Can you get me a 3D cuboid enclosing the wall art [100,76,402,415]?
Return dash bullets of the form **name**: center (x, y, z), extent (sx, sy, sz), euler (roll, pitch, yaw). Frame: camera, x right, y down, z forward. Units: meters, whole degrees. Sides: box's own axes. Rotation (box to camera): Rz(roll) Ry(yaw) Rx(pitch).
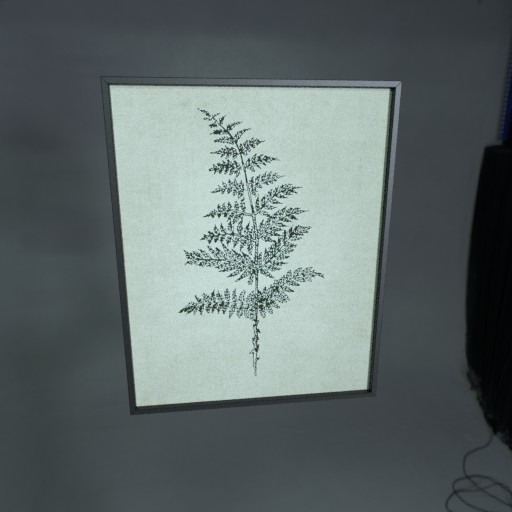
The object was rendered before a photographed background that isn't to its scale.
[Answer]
- **wall art**: center (0.000, 0.000, 0.748), extent (0.449, 0.555, 0.039), euler (-2, 16, -7)
